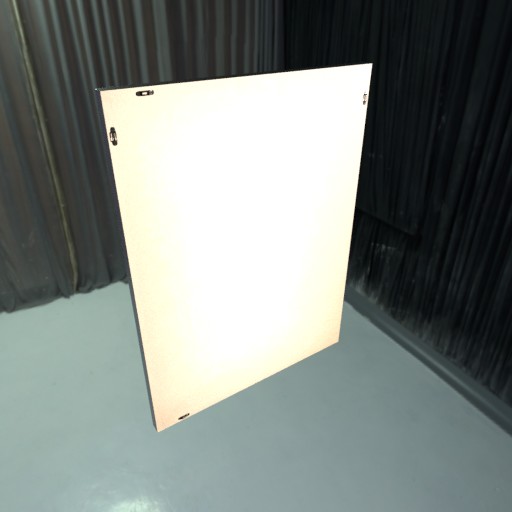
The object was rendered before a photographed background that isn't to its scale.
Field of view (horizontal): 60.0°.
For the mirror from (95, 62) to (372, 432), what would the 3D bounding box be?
[{"bbox_3d":[0.000,0.000,1.324,0.762,1.016,0.040,-19,35,-29],"label":"mirror"}]
